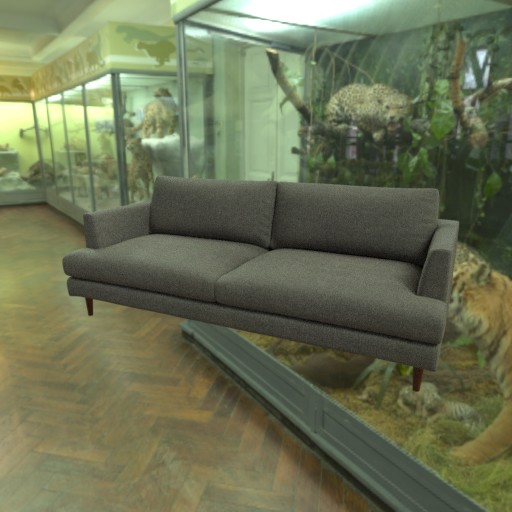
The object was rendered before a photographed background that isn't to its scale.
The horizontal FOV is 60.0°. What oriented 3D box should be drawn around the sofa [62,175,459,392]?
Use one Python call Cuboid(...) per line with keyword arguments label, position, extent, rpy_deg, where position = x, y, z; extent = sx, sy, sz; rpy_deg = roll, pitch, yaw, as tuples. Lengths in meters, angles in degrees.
Cuboid(label="sofa", position=(0.000, 0.000, 2.753), extent=(2.250, 0.868, 1.020), rpy_deg=(7, 17, 25))
